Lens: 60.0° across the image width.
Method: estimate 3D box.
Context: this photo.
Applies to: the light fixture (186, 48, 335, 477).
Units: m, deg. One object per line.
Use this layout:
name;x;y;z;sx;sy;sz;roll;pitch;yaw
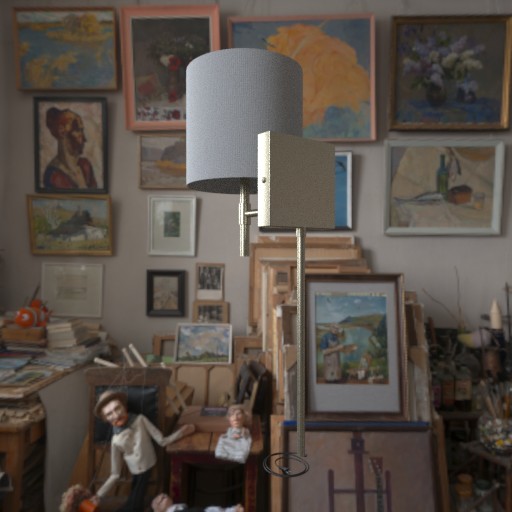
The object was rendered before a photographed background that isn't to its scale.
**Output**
light fixture;0.000;0.000;0.699;0.188;0.589;0.248;0;1;-37
